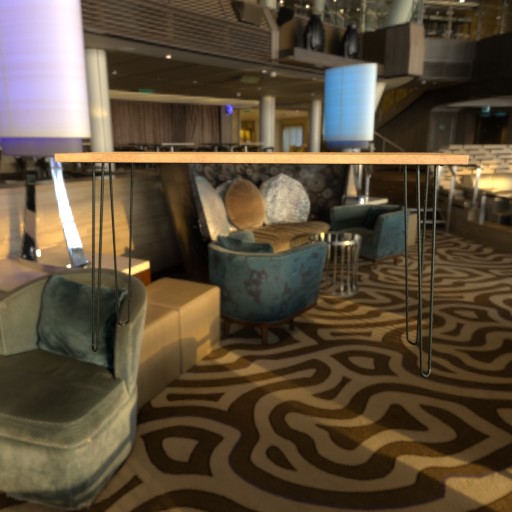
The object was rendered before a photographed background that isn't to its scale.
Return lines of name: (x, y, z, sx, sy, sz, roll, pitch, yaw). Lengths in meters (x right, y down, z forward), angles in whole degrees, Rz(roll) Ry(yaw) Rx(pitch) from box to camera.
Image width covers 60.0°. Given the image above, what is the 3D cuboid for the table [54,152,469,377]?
table: (0.000, 0.000, 1.768, 1.400, 0.799, 0.399, 2, 14, 9)
